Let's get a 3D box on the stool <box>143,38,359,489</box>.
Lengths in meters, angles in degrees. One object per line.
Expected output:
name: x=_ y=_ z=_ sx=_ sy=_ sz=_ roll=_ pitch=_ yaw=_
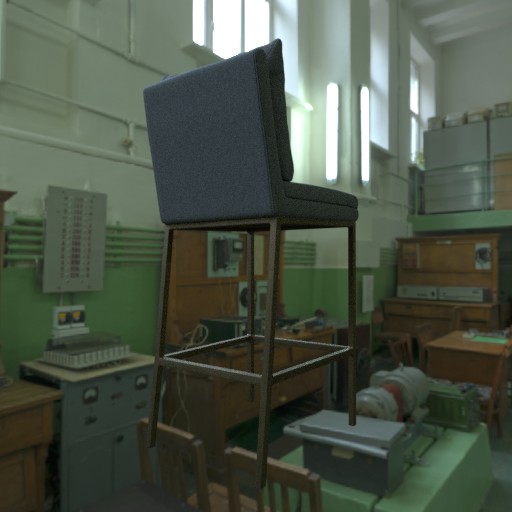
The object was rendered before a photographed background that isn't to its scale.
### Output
stool: x=0.000 y=0.000 z=1.409 sx=0.463 sy=1.130 sz=0.569 roll=-1 pitch=-1 yaw=36
